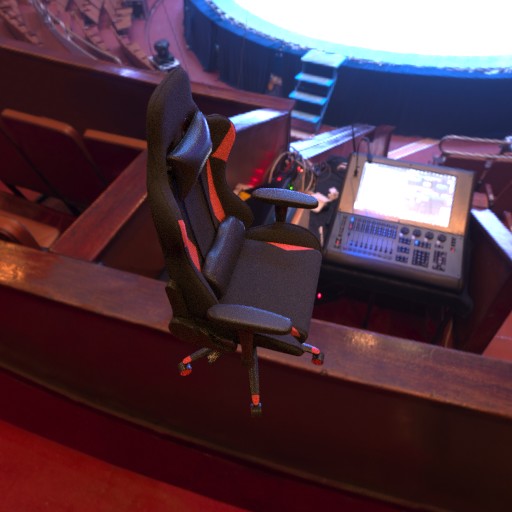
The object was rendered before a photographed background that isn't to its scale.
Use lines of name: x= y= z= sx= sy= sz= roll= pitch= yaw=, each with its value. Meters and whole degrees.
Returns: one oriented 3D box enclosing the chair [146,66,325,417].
chair: x=0.000 y=0.000 z=1.673 sx=0.658 sy=1.326 sz=0.695 roll=10 pitch=48 yaw=9
